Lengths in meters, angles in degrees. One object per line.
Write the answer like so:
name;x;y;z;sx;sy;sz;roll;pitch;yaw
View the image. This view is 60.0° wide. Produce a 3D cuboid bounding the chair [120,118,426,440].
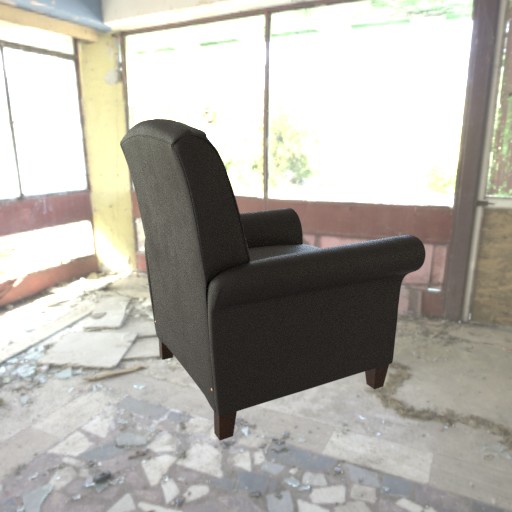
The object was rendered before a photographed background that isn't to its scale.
chair;0.000;0.000;1.833;0.902;1.061;0.978;-7;16;-27
